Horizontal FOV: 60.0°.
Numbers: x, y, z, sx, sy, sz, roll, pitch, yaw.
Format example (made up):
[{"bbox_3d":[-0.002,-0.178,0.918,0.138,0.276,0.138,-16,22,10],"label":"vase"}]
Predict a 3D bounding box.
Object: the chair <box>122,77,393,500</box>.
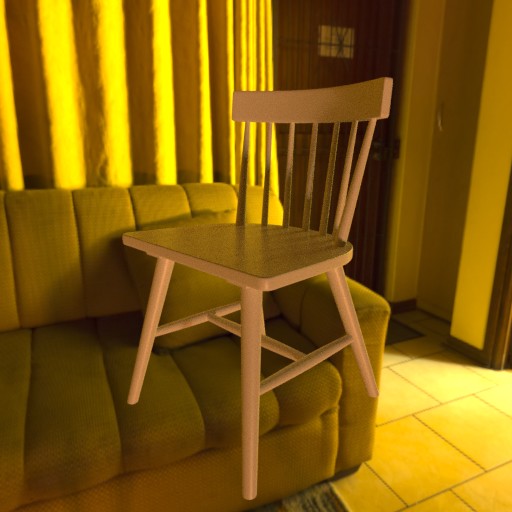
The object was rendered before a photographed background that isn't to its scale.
[{"bbox_3d":[0.000,0.000,1.062,0.483,0.787,0.500,15,22,43],"label":"chair"}]
